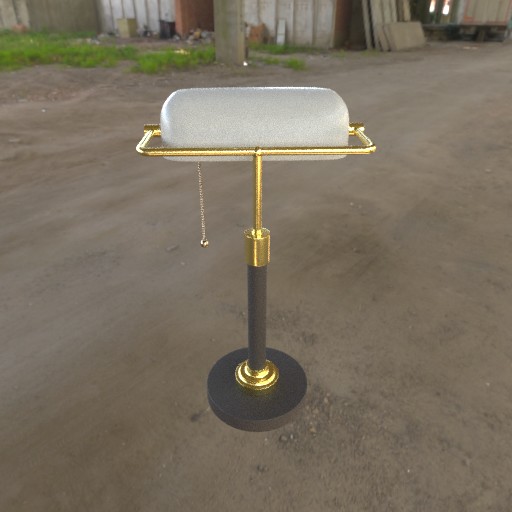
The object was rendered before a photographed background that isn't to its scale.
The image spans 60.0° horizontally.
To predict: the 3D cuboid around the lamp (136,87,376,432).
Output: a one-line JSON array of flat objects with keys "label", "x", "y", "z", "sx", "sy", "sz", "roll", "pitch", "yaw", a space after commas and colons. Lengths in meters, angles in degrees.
[{"label": "lamp", "x": 0.000, "y": 0.000, "z": 0.581, "sx": 0.269, "sy": 0.404, "sz": 0.227, "roll": -1, "pitch": 29, "yaw": -2}]
